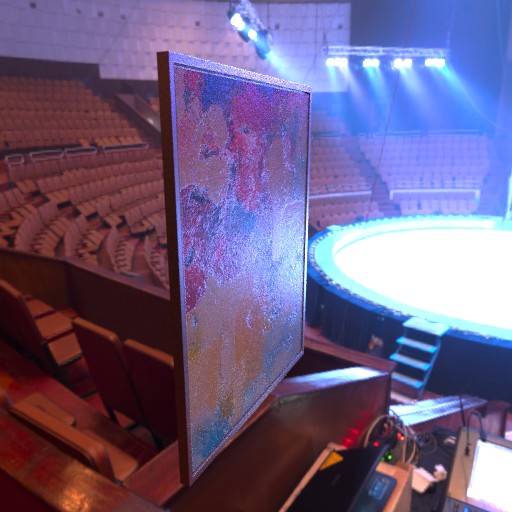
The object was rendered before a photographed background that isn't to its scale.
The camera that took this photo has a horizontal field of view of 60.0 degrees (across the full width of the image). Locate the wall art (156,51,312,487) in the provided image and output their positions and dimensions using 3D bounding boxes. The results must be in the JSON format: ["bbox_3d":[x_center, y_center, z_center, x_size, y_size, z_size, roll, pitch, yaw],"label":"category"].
[{"bbox_3d":[0.000,0.000,1.372,0.030,1.046,0.816,8,17,26],"label":"wall art"}]
